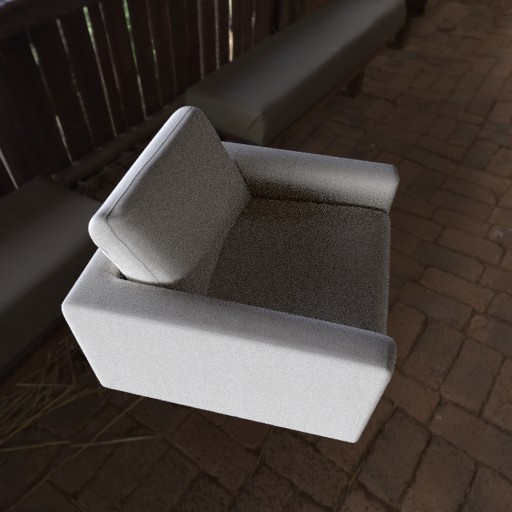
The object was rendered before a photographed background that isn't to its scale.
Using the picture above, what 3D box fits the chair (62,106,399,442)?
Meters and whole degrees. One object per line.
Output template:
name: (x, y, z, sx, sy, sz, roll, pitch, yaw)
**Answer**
chair: (0.000, 0.000, 1.857, 1.100, 0.876, 1.070, 9, 48, 9)
